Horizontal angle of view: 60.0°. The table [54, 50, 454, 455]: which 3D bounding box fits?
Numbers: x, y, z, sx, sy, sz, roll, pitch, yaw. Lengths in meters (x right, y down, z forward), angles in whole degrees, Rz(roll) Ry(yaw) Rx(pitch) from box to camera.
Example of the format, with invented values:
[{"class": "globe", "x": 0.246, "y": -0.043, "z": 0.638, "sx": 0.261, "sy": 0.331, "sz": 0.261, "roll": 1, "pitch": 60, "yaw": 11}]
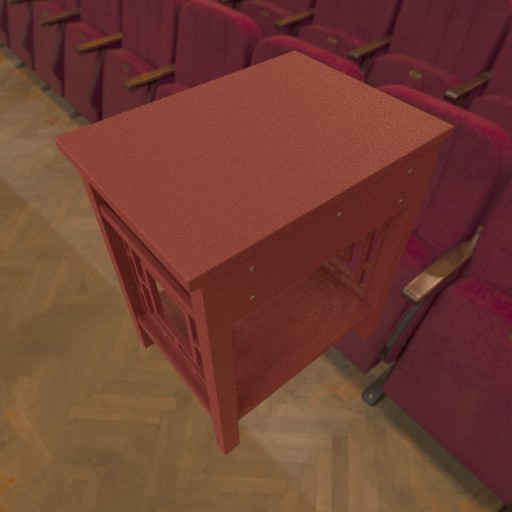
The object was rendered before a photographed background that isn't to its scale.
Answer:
[{"class": "table", "x": 0.000, "y": 0.000, "z": 1.075, "sx": 0.599, "sy": 0.686, "sz": 0.451, "roll": -31, "pitch": 54, "yaw": -26}]
